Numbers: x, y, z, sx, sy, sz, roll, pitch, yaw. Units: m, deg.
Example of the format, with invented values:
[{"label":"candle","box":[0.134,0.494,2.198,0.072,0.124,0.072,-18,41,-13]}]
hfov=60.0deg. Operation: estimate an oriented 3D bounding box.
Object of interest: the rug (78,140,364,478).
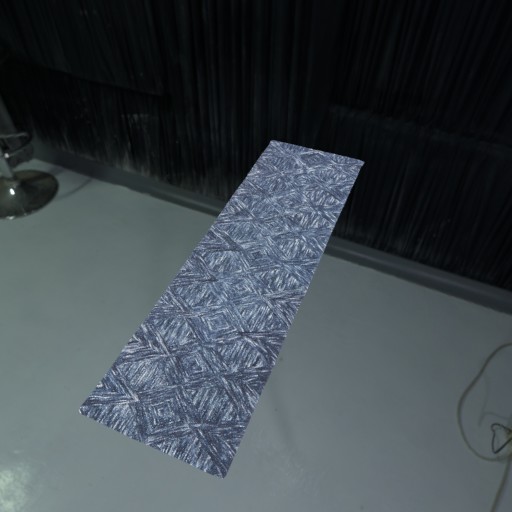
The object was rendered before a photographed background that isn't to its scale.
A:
[{"label":"rug","box":[0.000,0.000,2.546,0.719,0.013,2.306,17,49,15]}]
